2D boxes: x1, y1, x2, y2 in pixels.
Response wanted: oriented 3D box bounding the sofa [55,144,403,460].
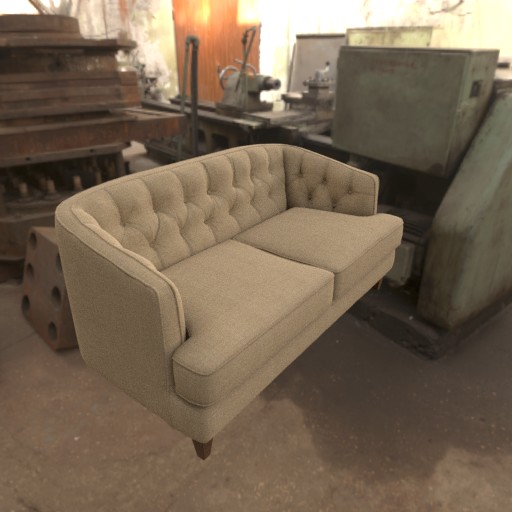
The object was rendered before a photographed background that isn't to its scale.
[{"bbox_3d":[0.000,0.000,2.241,0.941,0.855,1.733,18,31,33],"label":"sofa"}]
